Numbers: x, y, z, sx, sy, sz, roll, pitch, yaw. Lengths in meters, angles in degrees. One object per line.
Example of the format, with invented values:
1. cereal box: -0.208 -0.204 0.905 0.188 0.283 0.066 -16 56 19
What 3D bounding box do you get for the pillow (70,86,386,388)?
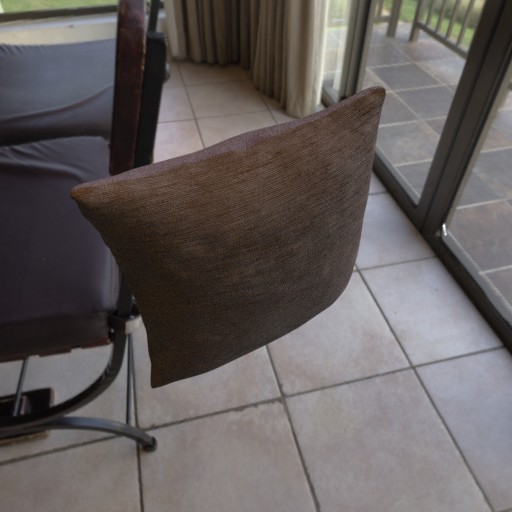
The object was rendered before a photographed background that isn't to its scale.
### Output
1. pillow: 0.000 0.000 0.695 0.452 0.439 0.204 -25 51 -22
